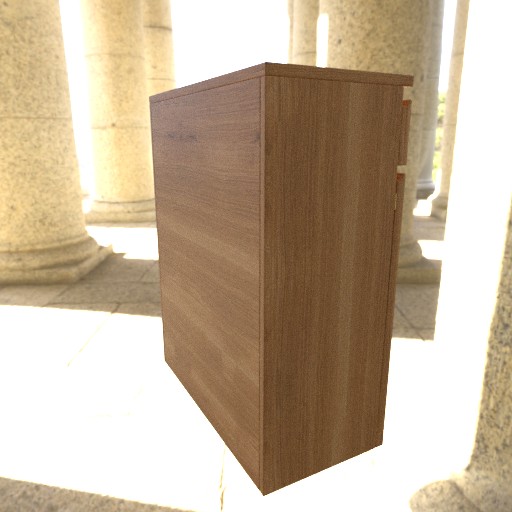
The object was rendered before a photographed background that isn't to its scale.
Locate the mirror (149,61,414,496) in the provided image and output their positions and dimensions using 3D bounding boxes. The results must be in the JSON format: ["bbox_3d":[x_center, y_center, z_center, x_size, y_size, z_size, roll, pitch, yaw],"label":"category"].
[{"bbox_3d":[0.000,0.000,1.402,0.400,1.000,0.800,-8,17,-28],"label":"mirror"}]
